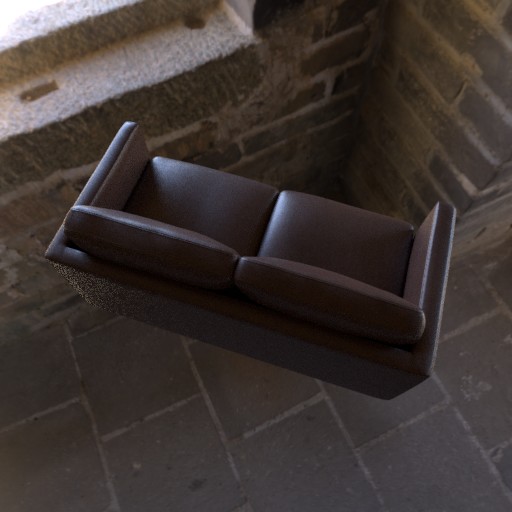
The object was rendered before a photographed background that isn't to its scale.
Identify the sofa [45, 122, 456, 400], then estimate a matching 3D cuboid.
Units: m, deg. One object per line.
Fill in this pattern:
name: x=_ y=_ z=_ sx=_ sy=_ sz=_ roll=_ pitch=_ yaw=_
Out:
sofa: x=0.000 y=0.000 z=2.454 sx=1.883 sy=0.933 sz=0.951 roll=16 pitch=65 yaw=8
